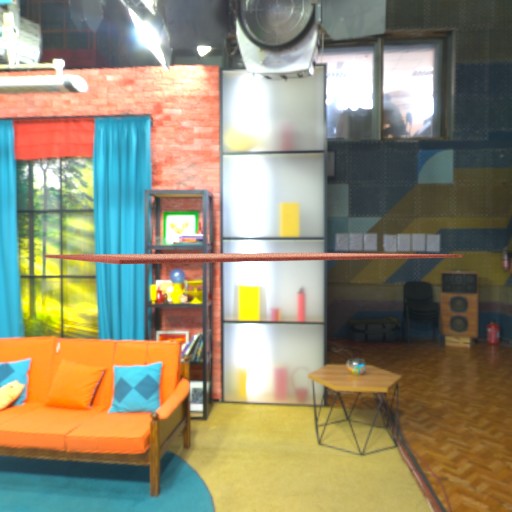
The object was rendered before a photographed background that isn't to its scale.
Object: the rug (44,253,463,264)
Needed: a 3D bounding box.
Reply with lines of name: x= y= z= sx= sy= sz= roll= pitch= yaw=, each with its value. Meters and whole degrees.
rug: x=0.000 y=0.000 z=2.318 sx=1.829 sy=0.014 sz=1.219 roll=-1 pitch=1 yaw=-35
